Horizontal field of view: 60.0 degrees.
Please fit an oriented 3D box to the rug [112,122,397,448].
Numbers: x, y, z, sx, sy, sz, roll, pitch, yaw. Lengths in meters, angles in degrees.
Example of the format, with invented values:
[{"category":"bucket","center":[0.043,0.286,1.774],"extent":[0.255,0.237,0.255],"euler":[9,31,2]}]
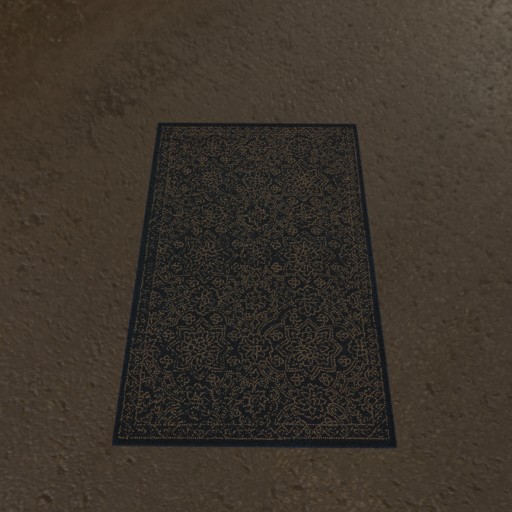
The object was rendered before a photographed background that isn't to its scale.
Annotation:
[{"category":"rug","center":[0.000,0.000,2.302],"extent":[1.219,0.010,1.829],"euler":[0,63,0]}]
